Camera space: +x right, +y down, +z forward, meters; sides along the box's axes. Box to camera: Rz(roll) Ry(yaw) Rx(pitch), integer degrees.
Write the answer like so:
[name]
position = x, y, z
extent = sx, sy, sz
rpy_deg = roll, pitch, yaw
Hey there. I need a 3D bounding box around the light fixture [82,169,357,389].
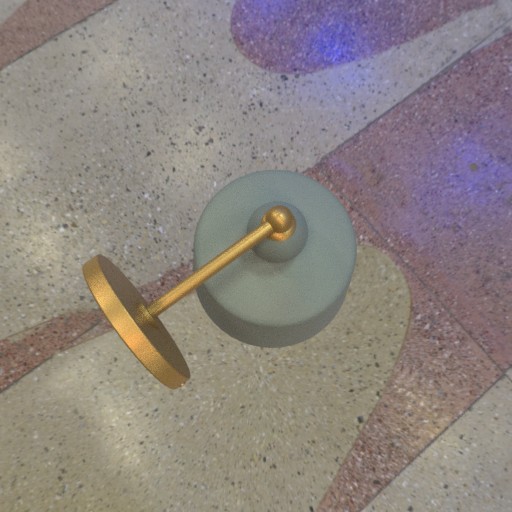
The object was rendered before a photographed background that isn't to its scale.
[light fixture]
position = 0.000, 0.000, 0.449
extent = 0.254, 0.268, 0.204
rpy_deg = -36, 79, -8
